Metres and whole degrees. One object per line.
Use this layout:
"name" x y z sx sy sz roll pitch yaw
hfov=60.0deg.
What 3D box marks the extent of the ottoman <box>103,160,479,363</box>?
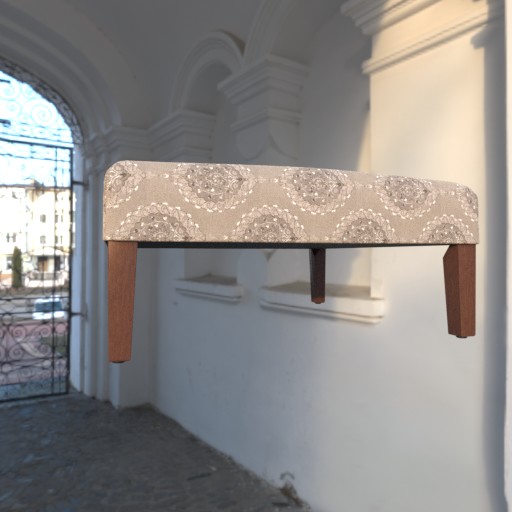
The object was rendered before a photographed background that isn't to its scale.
"ottoman" 0.000 0.000 1.382 0.890 0.411 0.889 0 0 -18
